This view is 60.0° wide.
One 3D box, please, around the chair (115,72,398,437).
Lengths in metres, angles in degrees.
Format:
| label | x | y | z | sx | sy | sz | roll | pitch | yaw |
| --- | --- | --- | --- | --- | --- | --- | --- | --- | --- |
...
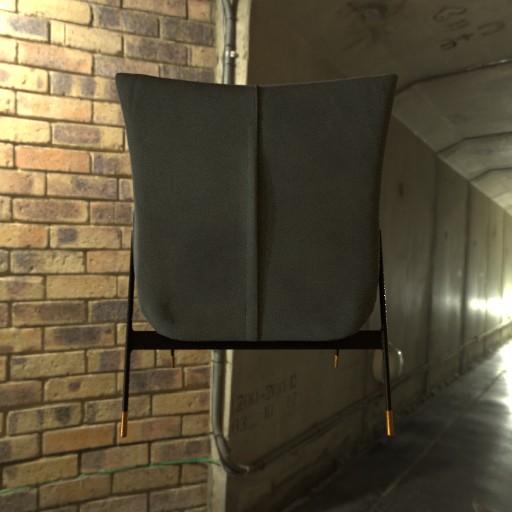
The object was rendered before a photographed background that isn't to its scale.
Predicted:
| label | x | y | z | sx | sy | sz | roll | pitch | yaw |
| --- | --- | --- | --- | --- | --- | --- | --- | --- | --- |
| chair | 0.000 | 0.000 | 1.370 | 0.678 | 0.858 | 0.709 | 0 | 0 | -1 |
